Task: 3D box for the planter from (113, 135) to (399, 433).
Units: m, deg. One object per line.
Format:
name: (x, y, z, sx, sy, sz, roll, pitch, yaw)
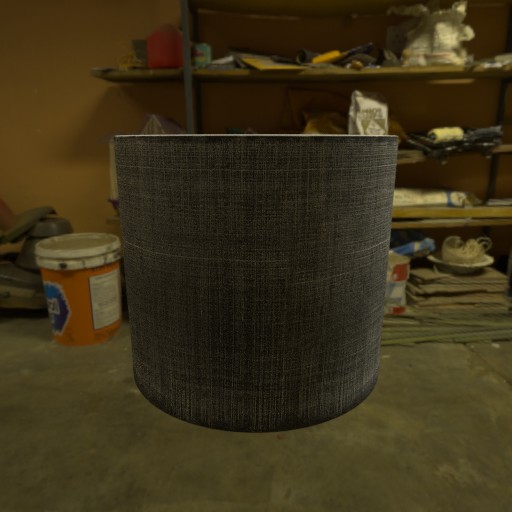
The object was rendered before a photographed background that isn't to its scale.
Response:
planter: (0.000, 0.000, 0.385, 0.221, 0.201, 0.221, 0, 15, 0)
